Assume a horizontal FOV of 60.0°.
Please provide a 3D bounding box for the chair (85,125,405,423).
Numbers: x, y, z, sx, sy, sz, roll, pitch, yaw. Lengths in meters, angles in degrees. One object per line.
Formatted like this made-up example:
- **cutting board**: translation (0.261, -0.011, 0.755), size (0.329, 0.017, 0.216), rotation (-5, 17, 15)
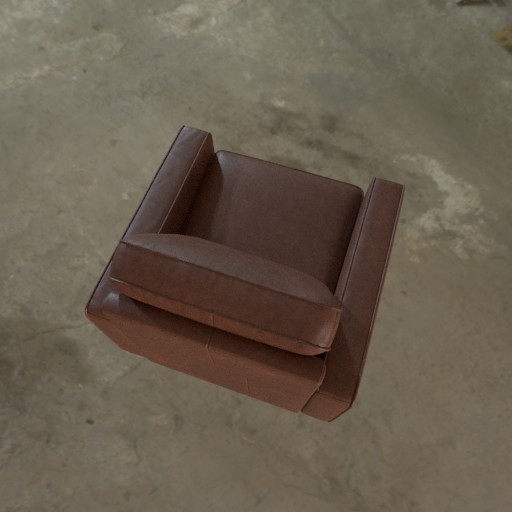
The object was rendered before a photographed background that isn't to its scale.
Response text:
- **chair**: translation (0.000, 0.000, 1.787), size (1.017, 0.919, 0.940), rotation (17, 65, 8)
